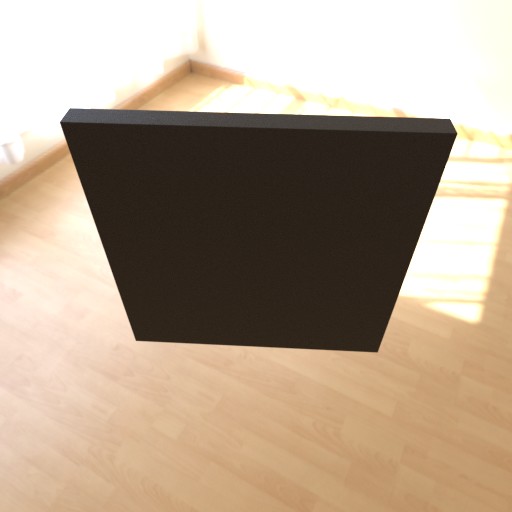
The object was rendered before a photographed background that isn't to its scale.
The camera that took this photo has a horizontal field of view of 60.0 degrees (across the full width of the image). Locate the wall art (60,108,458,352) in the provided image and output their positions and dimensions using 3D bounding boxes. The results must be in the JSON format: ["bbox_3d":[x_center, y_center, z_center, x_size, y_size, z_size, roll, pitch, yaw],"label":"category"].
[{"bbox_3d":[0.000,0.000,0.758,0.507,0.507,0.038,2,46,2],"label":"wall art"}]
